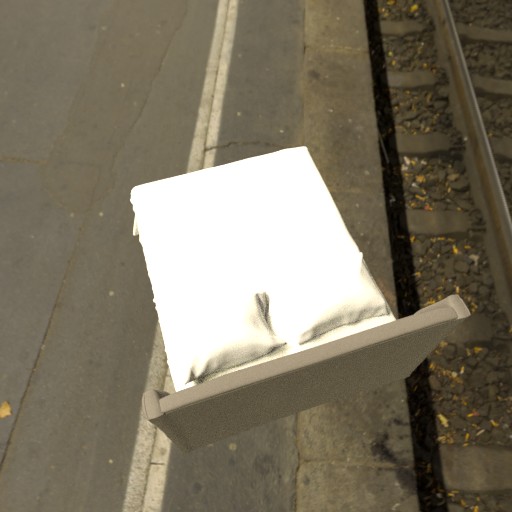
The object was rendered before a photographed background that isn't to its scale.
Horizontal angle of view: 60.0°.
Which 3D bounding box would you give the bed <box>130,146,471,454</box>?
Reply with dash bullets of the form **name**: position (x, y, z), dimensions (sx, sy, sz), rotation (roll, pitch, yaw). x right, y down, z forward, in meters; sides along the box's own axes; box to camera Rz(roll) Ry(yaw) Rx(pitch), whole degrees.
- **bed**: position (0.000, 0.000, 3.507), dimensions (1.925, 1.332, 2.276), rotation (-15, 60, -9)
